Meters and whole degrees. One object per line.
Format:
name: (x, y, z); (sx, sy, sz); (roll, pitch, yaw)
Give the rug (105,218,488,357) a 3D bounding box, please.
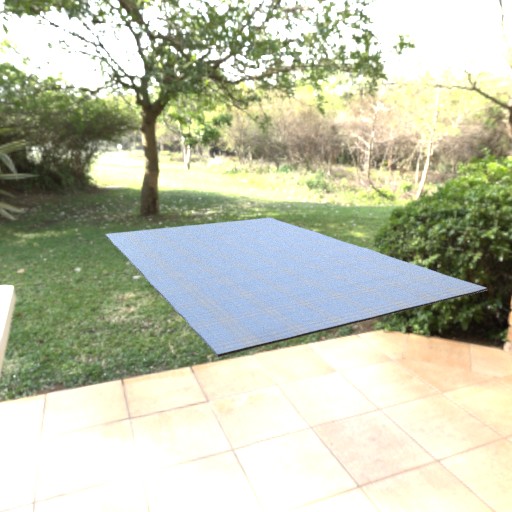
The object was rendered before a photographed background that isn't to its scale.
rug: (0.000, 0.000, 2.348); (1.231, 0.012, 1.835); (-8, 17, -27)
